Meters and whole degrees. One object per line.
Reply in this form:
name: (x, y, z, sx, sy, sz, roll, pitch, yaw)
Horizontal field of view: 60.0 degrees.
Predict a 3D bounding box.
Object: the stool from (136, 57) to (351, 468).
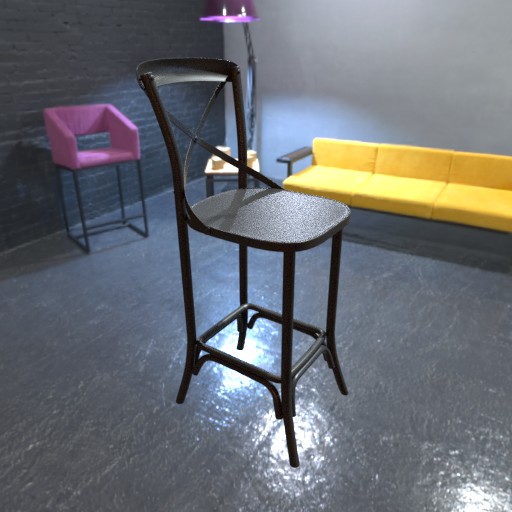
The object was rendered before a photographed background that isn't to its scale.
stool: (0.000, 0.000, 1.441, 0.584, 1.168, 0.457, 16, 30, 30)
